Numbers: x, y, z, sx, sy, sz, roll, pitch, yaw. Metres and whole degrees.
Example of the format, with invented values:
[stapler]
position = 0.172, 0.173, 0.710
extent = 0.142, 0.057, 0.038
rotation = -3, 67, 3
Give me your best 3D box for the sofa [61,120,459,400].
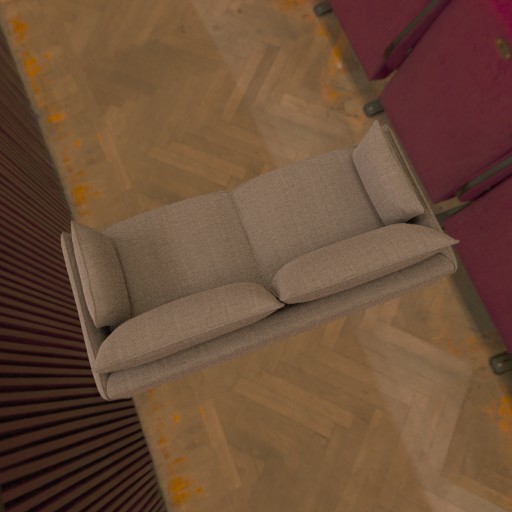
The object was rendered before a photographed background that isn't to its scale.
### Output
[sofa]
position = 0.000, 0.000, 2.514
extent = 1.989, 0.851, 0.972
rotation = -19, 75, -5
